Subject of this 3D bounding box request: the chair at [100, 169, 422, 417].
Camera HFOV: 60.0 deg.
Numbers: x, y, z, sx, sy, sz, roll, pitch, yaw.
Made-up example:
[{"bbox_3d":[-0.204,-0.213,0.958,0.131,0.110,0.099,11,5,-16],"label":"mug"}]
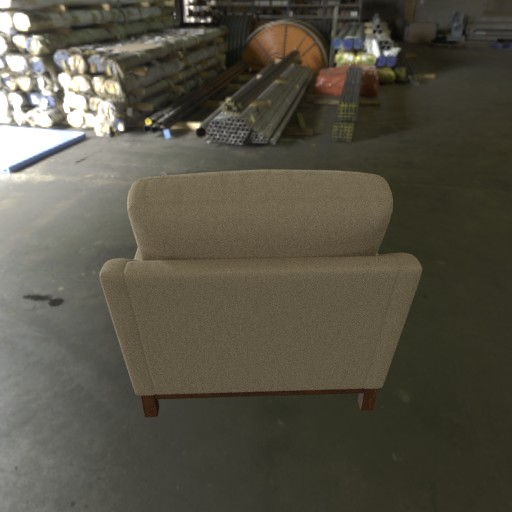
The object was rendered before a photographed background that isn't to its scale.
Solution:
[{"bbox_3d":[0.000,0.000,1.745,0.912,0.916,1.001,-1,31,-2],"label":"chair"}]
